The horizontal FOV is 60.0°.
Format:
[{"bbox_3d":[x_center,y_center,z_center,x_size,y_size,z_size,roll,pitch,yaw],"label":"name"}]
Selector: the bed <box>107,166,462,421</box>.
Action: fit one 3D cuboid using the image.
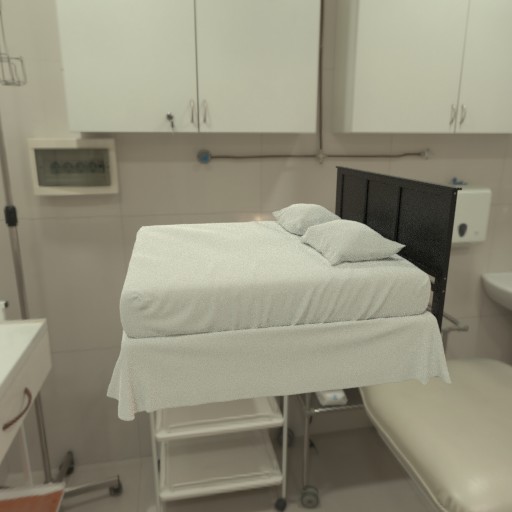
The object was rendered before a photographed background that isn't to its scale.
[{"bbox_3d":[0.000,0.000,3.598,2.219,1.271,2.315,-3,16,-11],"label":"bed"}]
